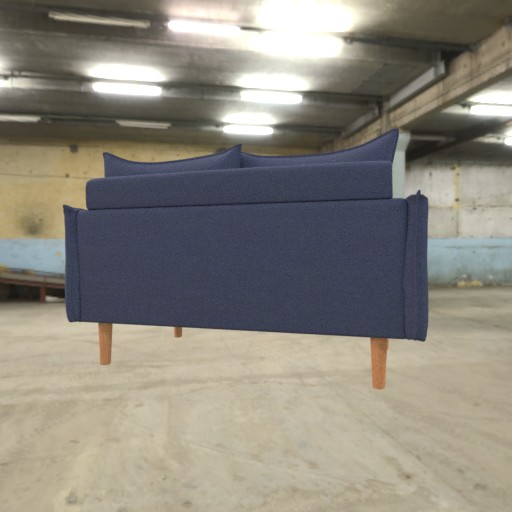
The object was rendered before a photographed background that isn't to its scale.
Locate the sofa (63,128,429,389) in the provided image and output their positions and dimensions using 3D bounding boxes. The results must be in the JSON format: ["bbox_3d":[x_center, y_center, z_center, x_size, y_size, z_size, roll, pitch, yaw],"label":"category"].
[{"bbox_3d":[0.000,0.000,1.854,1.300,0.840,0.820,0,0,18],"label":"sofa"}]
